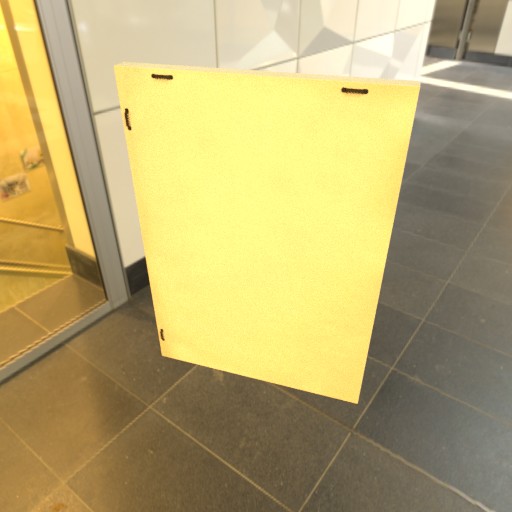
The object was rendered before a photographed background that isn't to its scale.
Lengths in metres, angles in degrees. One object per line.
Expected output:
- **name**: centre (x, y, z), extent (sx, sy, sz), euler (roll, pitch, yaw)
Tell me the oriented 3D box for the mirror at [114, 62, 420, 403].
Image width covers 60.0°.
- **mirror**: centre (0.000, 0.000, 0.913), extent (0.507, 0.710, 0.040), euler (10, 35, 14)
